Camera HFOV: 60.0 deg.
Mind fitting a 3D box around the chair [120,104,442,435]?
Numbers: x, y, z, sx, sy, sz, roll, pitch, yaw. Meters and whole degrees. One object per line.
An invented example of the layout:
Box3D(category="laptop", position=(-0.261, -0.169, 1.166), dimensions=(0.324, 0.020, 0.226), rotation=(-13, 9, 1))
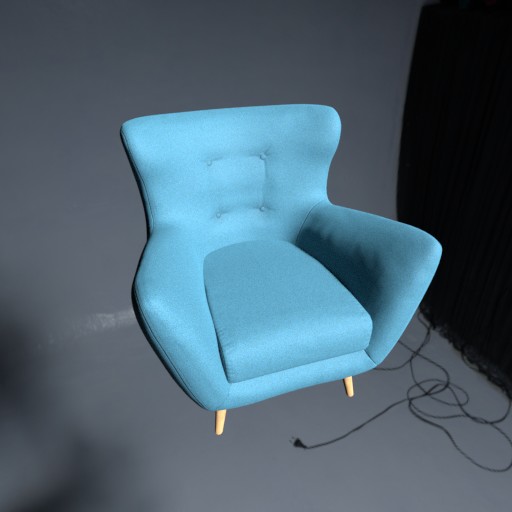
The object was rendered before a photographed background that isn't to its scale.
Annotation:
Box3D(category="chair", position=(0.000, 0.000, 1.582), dimensions=(0.890, 0.889, 0.889), rotation=(-10, 33, -16))
